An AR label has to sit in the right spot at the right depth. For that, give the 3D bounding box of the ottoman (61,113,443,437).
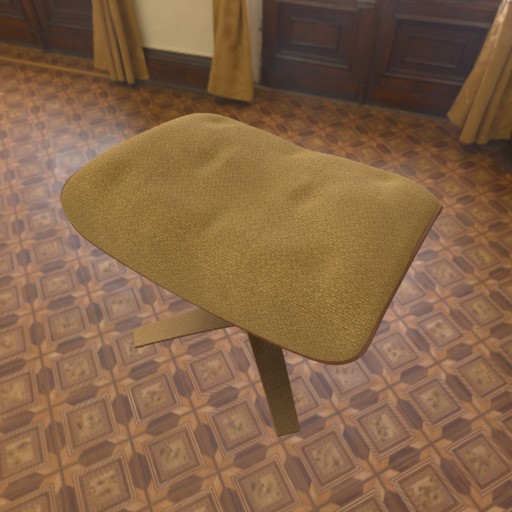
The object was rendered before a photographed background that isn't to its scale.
[{"bbox_3d":[0.000,0.000,0.814,0.520,0.391,0.394,25,52,21],"label":"ottoman"}]
